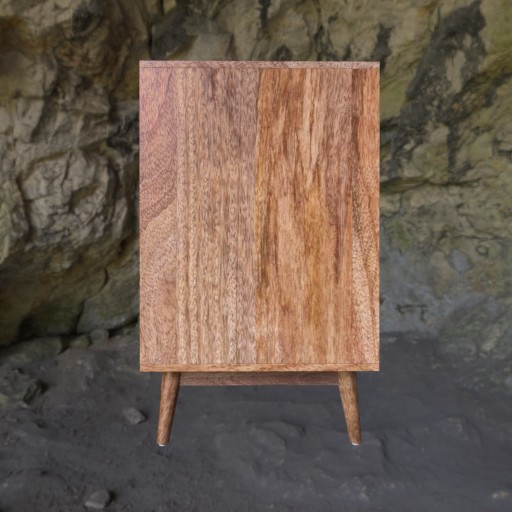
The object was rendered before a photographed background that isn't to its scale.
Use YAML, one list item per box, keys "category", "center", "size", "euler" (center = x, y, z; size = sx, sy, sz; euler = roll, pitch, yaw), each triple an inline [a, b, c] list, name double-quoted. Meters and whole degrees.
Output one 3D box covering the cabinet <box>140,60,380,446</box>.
- category: "cabinet"
  center: [0.000, 0.000, 1.182]
  size: [0.473, 0.758, 0.647]
  euler: [0, 0, -1]
